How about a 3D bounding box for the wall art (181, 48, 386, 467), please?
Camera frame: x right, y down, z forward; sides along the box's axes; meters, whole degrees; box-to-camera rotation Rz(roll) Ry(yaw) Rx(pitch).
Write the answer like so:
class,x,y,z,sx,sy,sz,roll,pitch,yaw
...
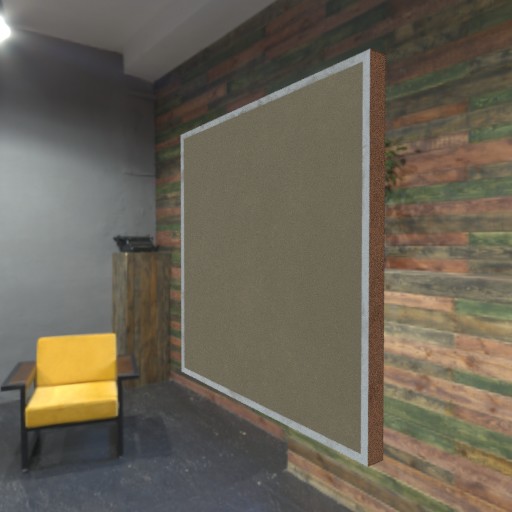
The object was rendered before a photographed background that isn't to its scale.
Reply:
class,x,y,z,sx,sy,sz,roll,pitch,yaw
wall art,0.000,0.000,0.750,0.029,0.506,0.508,-1,2,-36
